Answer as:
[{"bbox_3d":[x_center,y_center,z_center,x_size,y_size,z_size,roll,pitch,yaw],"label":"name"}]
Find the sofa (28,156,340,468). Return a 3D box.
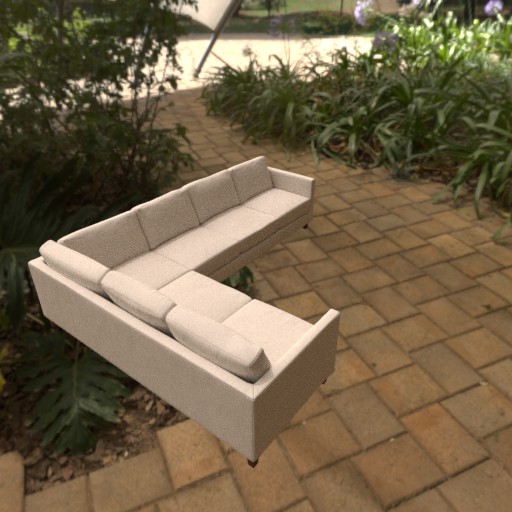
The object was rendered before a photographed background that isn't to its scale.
[{"bbox_3d":[0.000,0.000,4.284,2.432,0.863,3.182,21,37,32],"label":"sofa"}]
